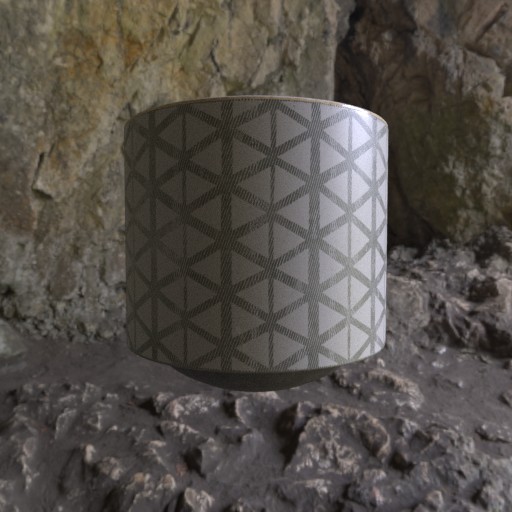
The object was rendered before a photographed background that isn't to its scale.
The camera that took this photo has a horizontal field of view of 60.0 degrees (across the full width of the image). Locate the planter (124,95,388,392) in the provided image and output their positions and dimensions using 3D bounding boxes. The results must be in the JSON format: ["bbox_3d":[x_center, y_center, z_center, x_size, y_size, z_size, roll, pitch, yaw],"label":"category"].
[{"bbox_3d":[0.000,0.000,0.336,0.190,0.181,0.190,0,3,0],"label":"planter"}]
